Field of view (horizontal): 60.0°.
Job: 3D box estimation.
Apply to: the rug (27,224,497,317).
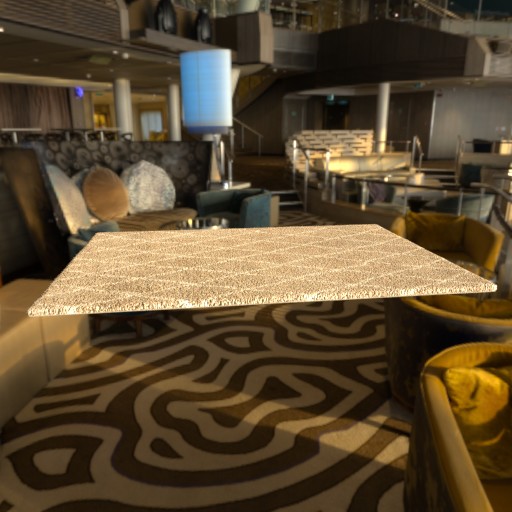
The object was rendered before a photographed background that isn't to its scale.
[{"bbox_3d":[0.000,0.000,2.223,1.778,0.030,1.219,-2,16,-8],"label":"rug"}]
